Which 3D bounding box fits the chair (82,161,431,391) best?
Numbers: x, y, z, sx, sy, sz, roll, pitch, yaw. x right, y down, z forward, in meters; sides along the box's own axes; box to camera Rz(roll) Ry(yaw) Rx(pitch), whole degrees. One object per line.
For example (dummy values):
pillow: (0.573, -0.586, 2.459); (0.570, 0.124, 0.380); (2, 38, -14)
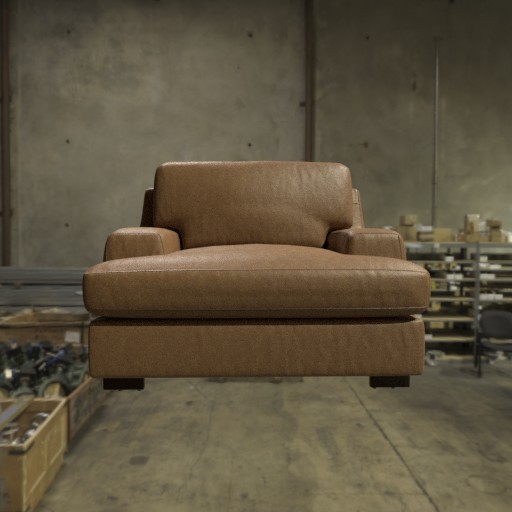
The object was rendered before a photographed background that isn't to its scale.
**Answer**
chair: (0.000, 0.000, 2.038); (1.276, 0.978, 1.050); (0, 1, -2)
